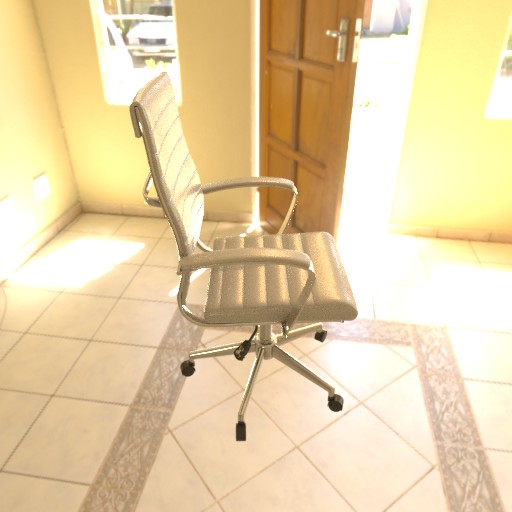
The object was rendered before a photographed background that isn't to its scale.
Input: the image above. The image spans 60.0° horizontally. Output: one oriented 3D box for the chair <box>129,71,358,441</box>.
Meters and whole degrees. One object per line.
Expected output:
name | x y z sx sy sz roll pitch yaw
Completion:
chair | 0.000 0.000 1.558 0.667 1.149 0.679 0 32 -1
